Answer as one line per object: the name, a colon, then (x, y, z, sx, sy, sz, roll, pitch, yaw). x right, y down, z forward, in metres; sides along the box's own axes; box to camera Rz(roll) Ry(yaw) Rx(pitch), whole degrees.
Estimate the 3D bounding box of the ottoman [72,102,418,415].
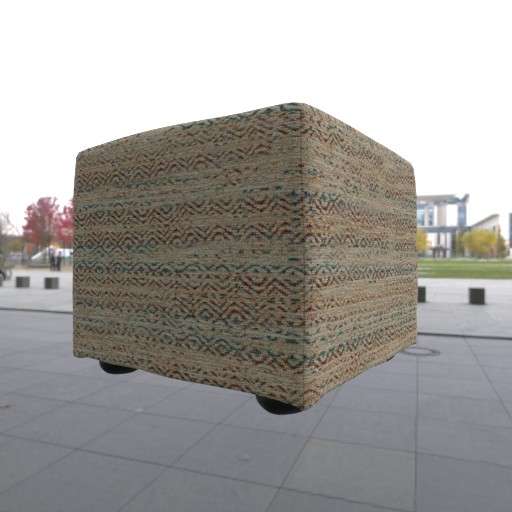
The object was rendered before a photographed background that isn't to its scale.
ottoman: (0.000, 0.000, 0.901, 0.512, 0.453, 0.521, 0, 0, 35)
